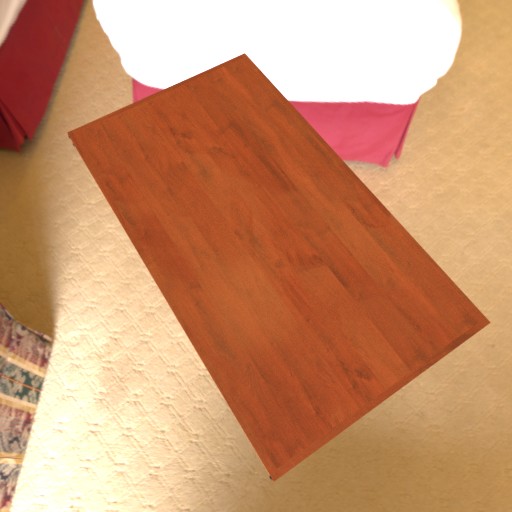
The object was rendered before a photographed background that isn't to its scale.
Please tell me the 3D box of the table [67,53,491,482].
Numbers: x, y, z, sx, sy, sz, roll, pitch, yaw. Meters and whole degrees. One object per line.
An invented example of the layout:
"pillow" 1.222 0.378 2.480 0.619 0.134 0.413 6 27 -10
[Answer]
"table" 0.000 0.000 1.357 0.610 0.457 1.067 -30 68 -14
